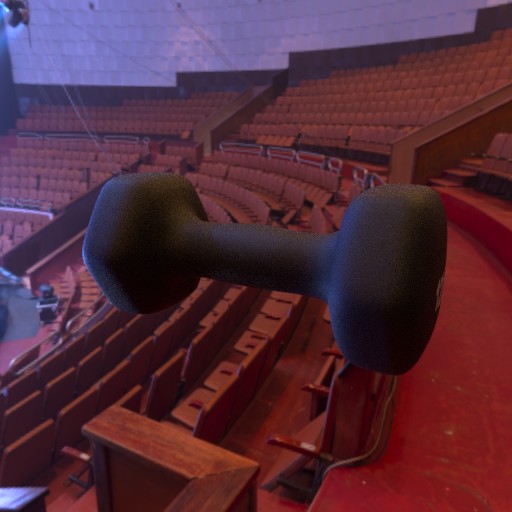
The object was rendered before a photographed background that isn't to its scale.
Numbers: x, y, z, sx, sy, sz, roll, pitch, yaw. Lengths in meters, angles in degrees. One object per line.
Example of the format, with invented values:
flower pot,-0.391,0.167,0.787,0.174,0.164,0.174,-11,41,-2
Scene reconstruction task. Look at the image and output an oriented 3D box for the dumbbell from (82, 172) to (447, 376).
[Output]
dumbbell,0.000,0.000,0.294,0.231,0.101,0.112,8,17,28
